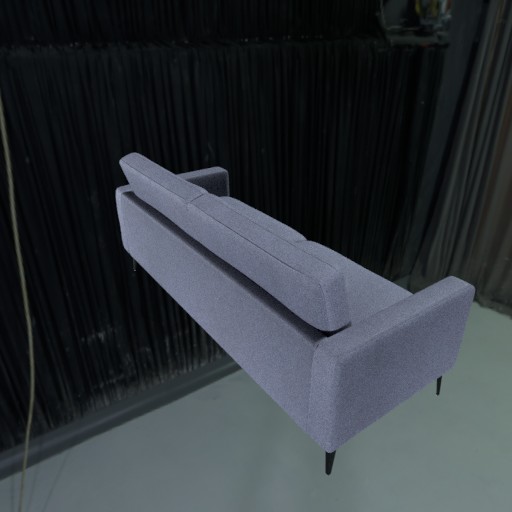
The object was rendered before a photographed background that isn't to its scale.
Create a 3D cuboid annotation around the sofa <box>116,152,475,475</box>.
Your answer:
[{"bbox_3d":[0.000,0.000,2.300,0.774,0.828,1.925,-19,34,-31],"label":"sofa"}]
